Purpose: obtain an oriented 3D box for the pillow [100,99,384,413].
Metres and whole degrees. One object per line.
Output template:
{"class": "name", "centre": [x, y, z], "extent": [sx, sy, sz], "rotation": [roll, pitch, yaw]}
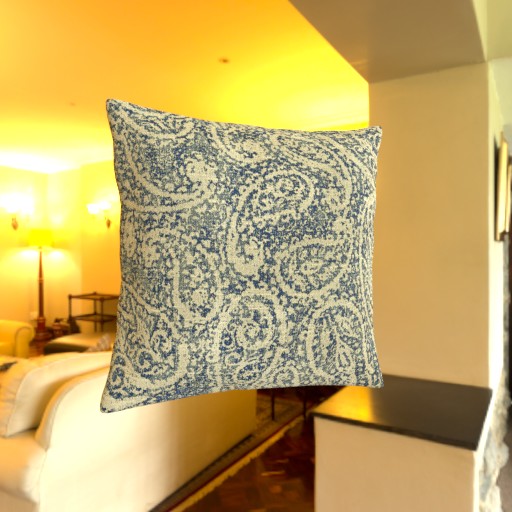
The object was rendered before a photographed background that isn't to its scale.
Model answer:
{"class": "pillow", "centre": [0.000, 0.000, 0.789], "extent": [0.523, 0.510, 0.166], "rotation": [0, 0, -18]}
